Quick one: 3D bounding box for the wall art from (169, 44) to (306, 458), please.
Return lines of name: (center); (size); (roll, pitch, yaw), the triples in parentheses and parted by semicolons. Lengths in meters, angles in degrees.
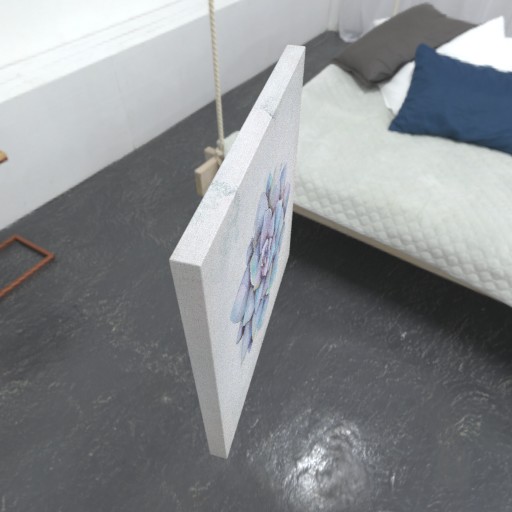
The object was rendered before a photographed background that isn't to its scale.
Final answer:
wall art: (0.000, 0.000, 0.915); (0.040, 0.612, 0.612); (11, 48, 10)
